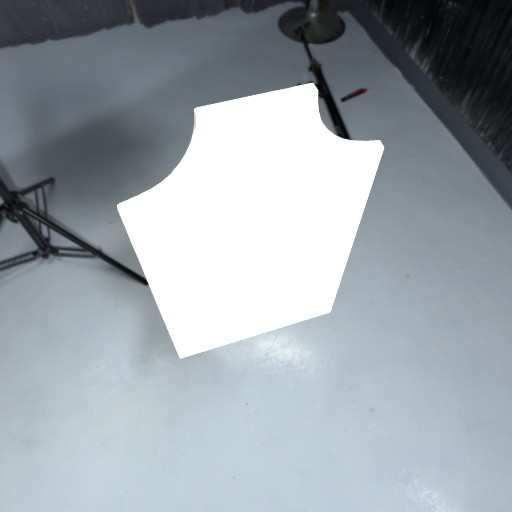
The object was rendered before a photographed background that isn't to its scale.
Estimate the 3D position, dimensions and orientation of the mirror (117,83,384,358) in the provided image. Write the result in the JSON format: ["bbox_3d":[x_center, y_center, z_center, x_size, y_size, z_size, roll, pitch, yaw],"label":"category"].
[{"bbox_3d":[0.000,0.000,0.837,0.403,0.717,0.022,-16,59,-10],"label":"mirror"}]
